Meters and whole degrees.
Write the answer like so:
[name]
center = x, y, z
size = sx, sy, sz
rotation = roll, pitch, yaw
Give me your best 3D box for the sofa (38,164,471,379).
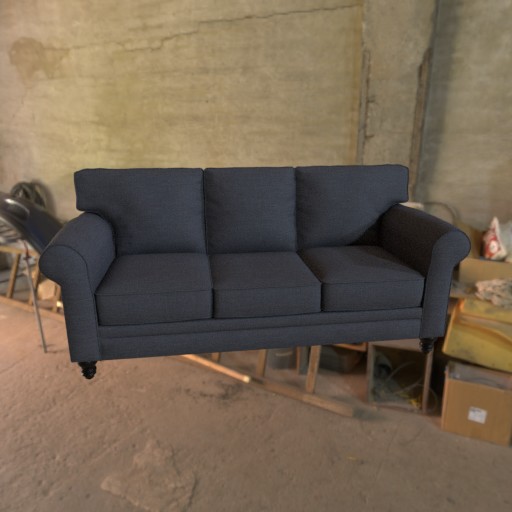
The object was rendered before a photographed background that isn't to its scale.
[sofa]
center = 0.000, 0.000, 2.535
size = 2.084, 0.966, 0.909
rotation = -2, 17, -8
